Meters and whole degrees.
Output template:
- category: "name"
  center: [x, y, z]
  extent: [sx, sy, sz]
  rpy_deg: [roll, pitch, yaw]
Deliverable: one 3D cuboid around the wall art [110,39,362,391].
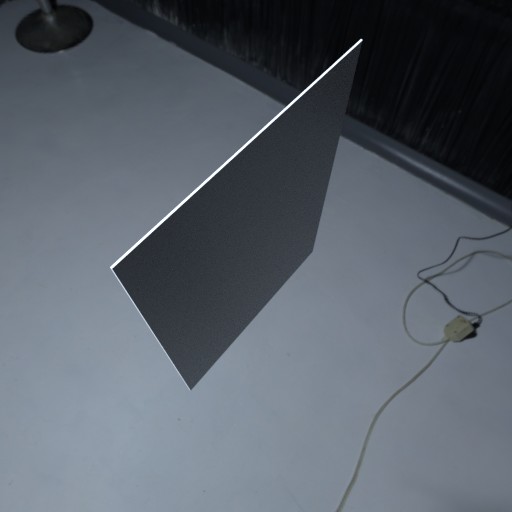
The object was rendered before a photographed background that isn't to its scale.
- category: "wall art"
  center: [0.000, 0.000, 0.798]
  extent: [0.003, 0.609, 0.457]
  rpy_deg: [36, 68, 17]
